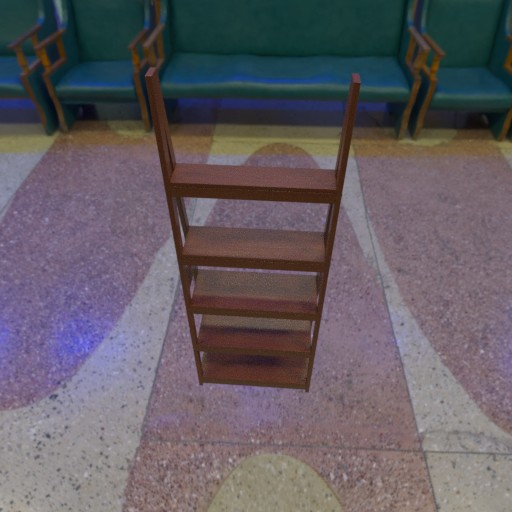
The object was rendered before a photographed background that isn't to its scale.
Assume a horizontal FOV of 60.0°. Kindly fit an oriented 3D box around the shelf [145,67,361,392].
[{"bbox_3d":[0.000,0.000,2.026,0.630,1.780,0.356,3,45,3],"label":"shelf"}]
